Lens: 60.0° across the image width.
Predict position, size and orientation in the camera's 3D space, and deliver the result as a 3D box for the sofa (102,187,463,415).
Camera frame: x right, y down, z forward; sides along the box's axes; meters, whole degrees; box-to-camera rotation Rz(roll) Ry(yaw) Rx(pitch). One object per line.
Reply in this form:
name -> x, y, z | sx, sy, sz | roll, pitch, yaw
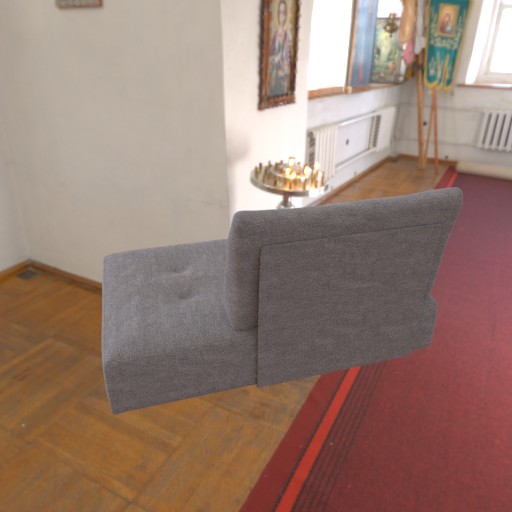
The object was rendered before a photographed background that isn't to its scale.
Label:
sofa -> 0.000, 0.000, 2.094 | 1.450, 0.820, 1.002 | -8, 27, -15
